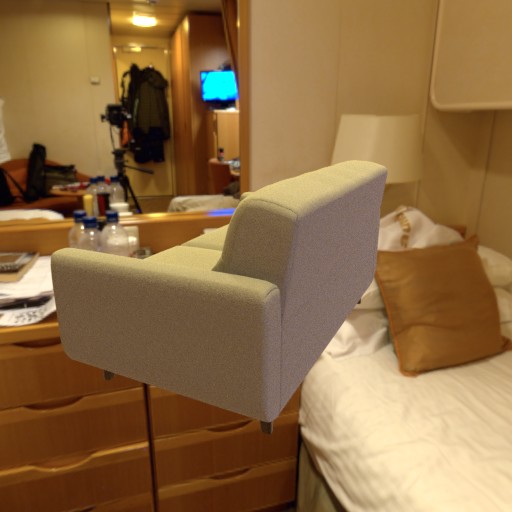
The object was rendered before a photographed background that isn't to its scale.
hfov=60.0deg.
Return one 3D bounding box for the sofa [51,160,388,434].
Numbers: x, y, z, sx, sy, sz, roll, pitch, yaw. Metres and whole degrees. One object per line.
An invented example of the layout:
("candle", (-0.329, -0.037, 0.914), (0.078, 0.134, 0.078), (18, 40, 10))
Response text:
("sofa", (0.000, 0.000, 2.235), (0.980, 0.892, 1.655), (8, 19, 25))
